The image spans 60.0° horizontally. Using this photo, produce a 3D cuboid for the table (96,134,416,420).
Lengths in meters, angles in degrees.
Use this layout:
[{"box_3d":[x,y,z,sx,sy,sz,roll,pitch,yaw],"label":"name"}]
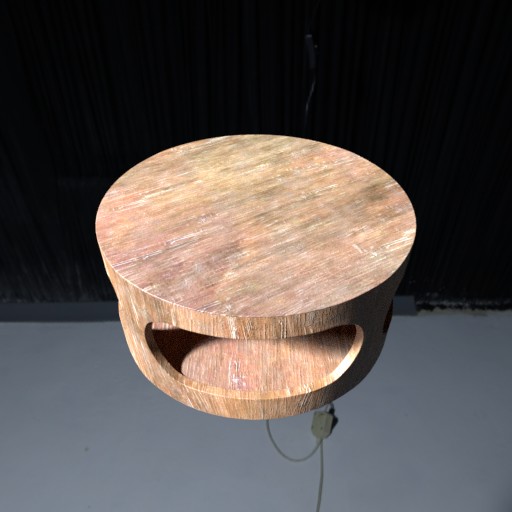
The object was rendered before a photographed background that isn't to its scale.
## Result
[{"box_3d":[0.000,0.000,1.541,0.974,0.450,0.974,0,40,0],"label":"table"}]
